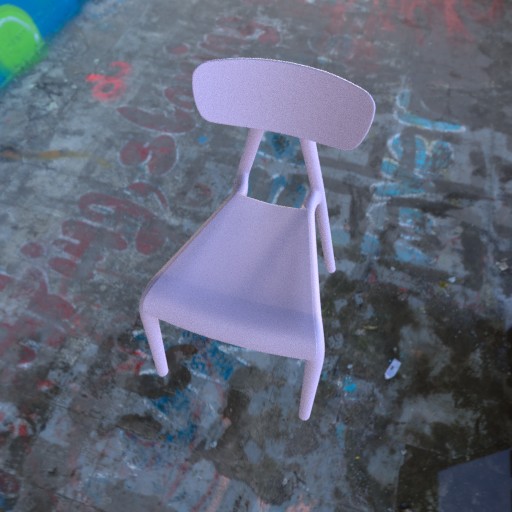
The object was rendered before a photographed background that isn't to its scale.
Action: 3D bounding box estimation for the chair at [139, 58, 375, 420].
[{"bbox_3d":[0.000,0.000,0.841,0.356,0.580,0.401,14,59,9],"label":"chair"}]
